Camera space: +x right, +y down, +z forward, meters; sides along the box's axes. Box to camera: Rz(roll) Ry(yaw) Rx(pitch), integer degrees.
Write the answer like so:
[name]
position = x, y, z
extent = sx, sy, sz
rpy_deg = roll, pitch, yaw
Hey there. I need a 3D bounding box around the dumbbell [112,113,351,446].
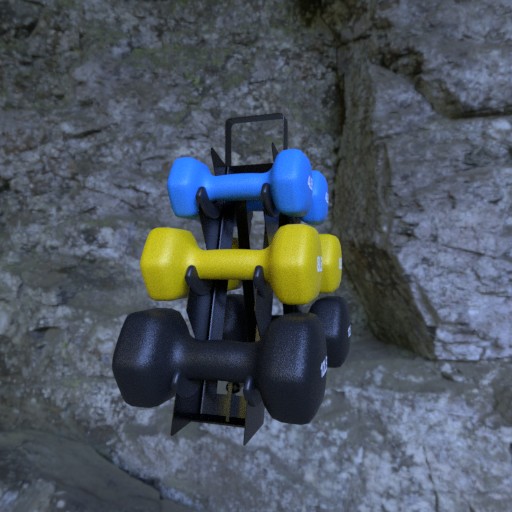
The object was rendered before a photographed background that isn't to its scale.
[dumbbell]
position = 0.000, 0.000, 0.682
extent = 0.255, 0.426, 0.409
rpy_deg = 0, -1, 18
